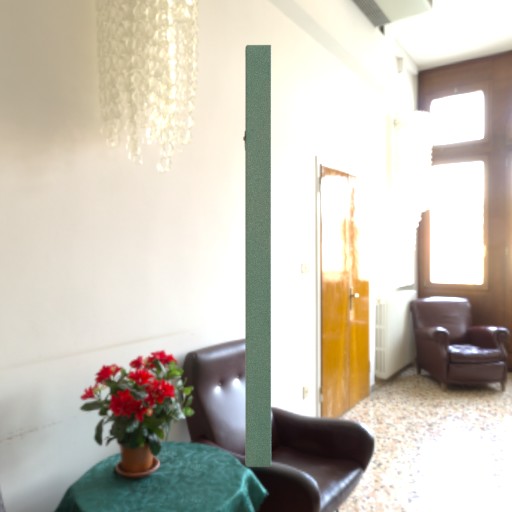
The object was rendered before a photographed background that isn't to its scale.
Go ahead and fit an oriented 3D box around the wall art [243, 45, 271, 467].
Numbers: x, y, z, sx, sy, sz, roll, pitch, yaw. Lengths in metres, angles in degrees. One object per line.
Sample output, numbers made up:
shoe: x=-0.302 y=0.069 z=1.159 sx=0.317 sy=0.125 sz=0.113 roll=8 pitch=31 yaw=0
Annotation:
wall art: x=0.000 y=0.000 z=1.182 sx=0.054 sy=0.766 sz=0.765 roll=0 pitch=0 yaw=0
